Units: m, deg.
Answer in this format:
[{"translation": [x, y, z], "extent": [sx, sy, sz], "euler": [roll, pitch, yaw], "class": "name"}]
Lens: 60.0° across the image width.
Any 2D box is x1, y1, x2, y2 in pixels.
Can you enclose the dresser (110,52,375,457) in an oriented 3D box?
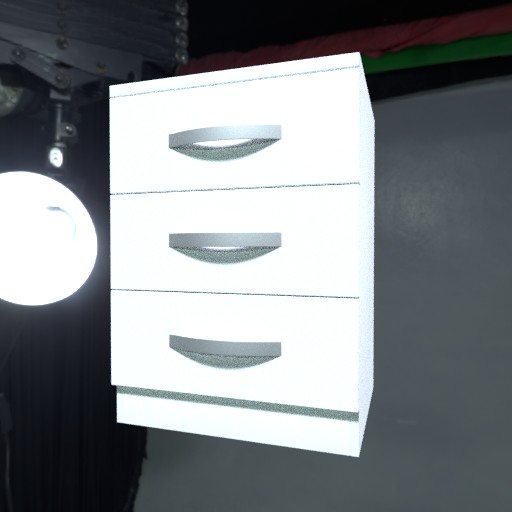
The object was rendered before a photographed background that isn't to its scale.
[{"translation": [0.000, 0.000, 0.818], "extent": [0.400, 0.560, 0.360], "euler": [0, 1, 18], "class": "dresser"}]
